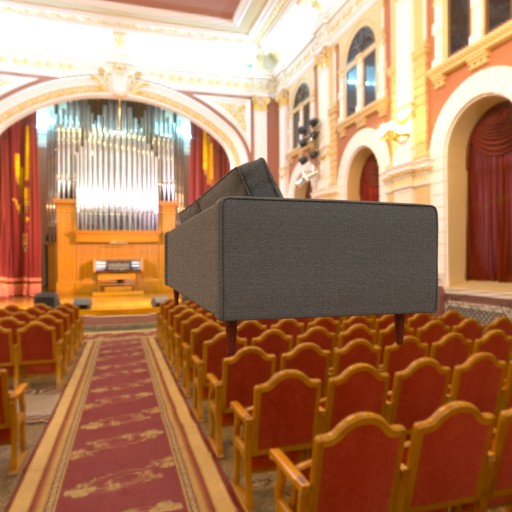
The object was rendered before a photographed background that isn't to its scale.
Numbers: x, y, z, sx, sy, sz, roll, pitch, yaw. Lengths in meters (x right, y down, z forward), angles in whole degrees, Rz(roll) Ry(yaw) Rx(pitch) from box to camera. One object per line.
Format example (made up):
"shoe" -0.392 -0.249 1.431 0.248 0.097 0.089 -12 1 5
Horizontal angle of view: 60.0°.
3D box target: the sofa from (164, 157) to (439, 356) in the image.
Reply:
"sofa" 0.000 0.000 2.682 0.914 0.762 2.198 0 0 -17
